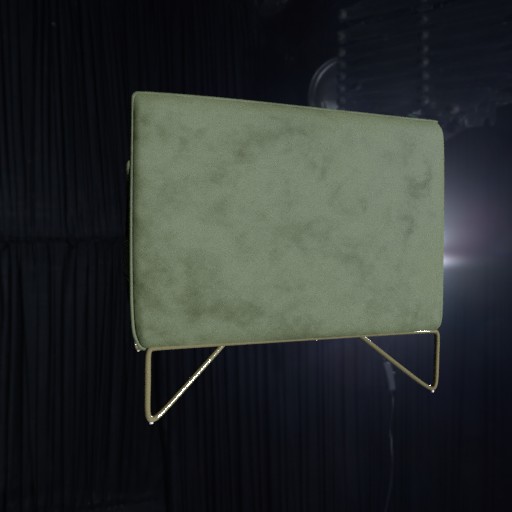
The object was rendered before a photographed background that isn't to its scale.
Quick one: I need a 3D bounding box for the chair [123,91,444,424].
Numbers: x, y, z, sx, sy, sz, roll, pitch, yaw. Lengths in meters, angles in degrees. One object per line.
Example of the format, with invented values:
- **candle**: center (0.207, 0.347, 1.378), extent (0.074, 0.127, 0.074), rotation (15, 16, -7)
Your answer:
- **chair**: center (0.000, 0.000, 1.554), extent (0.894, 0.790, 0.880), rotation (0, 0, -17)
